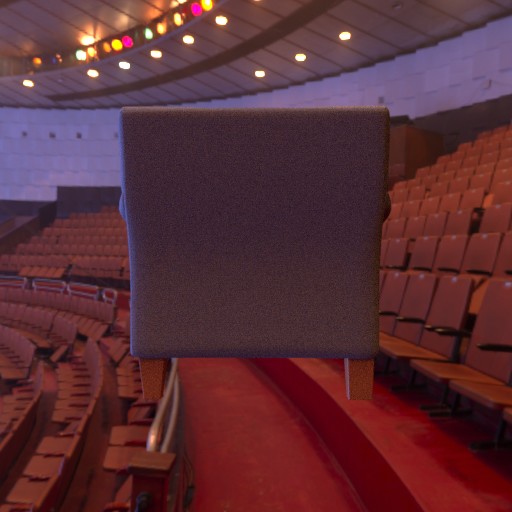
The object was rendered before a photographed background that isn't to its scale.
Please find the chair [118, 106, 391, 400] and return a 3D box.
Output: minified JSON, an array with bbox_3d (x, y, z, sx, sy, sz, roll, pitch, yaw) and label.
[{"bbox_3d":[0.000,0.000,1.922,0.955,1.038,1.070,0,-1,1],"label":"chair"}]
